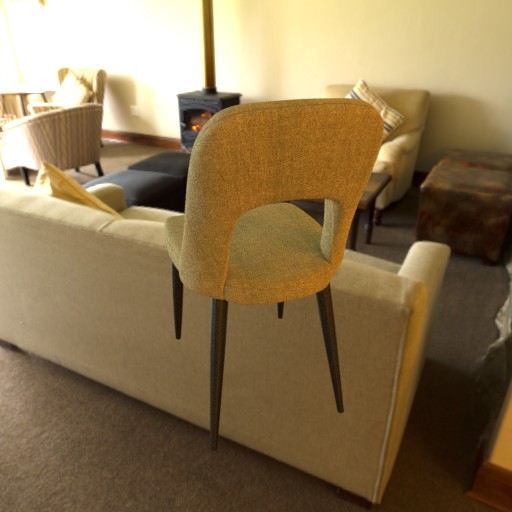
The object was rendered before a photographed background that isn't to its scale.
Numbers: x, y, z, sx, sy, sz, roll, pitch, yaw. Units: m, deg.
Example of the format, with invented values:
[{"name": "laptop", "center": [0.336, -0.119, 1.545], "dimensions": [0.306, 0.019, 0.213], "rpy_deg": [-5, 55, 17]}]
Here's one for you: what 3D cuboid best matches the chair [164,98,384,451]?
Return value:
[{"name": "chair", "center": [0.000, 0.000, 1.280], "dimensions": [0.470, 0.931, 0.612], "rpy_deg": [-9, 28, -17]}]
